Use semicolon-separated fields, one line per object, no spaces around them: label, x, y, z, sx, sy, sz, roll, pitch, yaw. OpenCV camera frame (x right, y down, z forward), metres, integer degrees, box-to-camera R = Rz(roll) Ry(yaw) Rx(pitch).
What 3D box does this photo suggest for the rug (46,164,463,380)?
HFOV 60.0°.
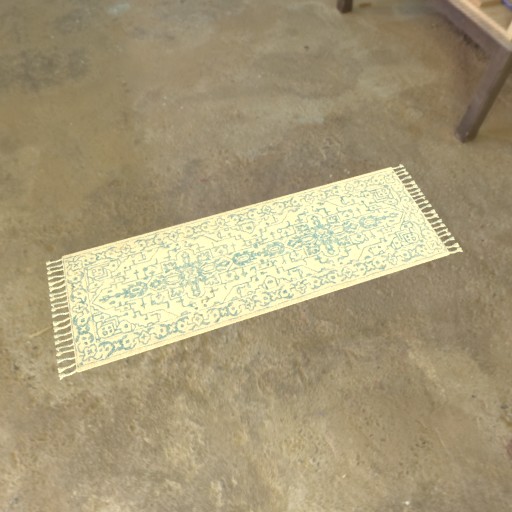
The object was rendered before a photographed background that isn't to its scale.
rug;0.000;0.000;2.720;2.449;0.011;0.774;-16;60;-10
